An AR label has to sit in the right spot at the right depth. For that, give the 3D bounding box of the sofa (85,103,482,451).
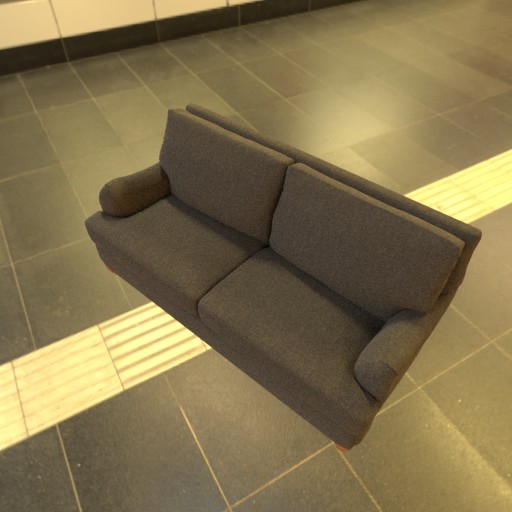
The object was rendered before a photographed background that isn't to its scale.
[{"bbox_3d":[0.000,0.000,2.731,2.160,1.054,1.087,31,54,27],"label":"sofa"}]
